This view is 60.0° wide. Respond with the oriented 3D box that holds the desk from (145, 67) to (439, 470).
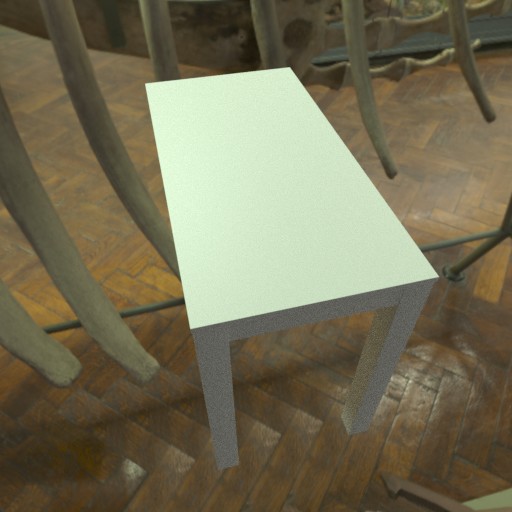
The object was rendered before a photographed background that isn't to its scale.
[{"bbox_3d":[0.000,0.000,1.443,0.497,0.762,0.990,-11,47,-10],"label":"desk"}]
